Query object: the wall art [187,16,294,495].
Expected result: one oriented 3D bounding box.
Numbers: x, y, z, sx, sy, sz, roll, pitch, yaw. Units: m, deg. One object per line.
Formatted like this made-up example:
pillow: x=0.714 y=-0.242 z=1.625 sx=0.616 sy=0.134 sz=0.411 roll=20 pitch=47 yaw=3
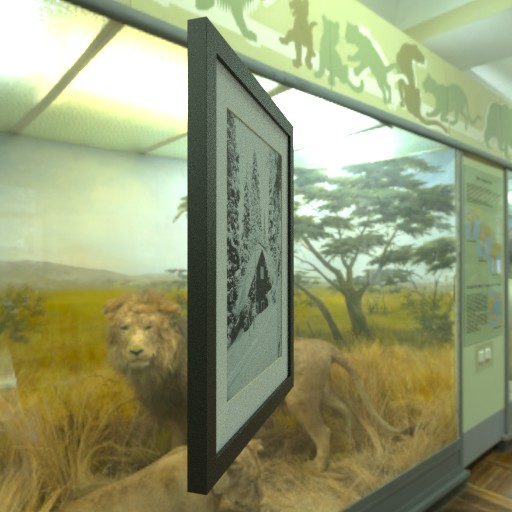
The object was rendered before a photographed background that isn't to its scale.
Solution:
wall art: x=0.000 y=0.000 z=0.525 sx=0.018 sy=0.397 sz=0.325 roll=0 pitch=0 yaw=18
